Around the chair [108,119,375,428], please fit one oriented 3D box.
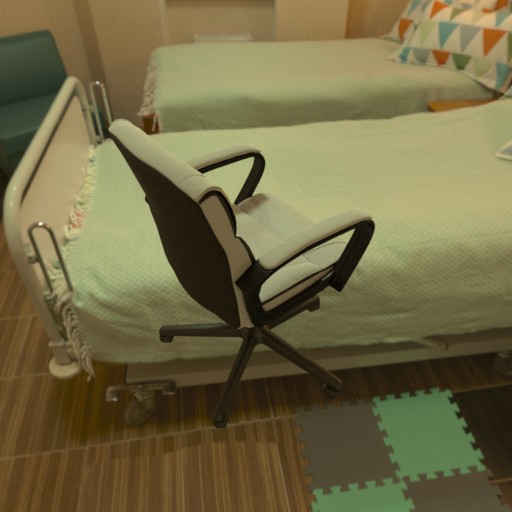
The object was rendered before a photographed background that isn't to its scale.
[{"bbox_3d":[0.000,0.000,1.478,0.717,1.004,0.739,-27,47,-28],"label":"chair"}]
